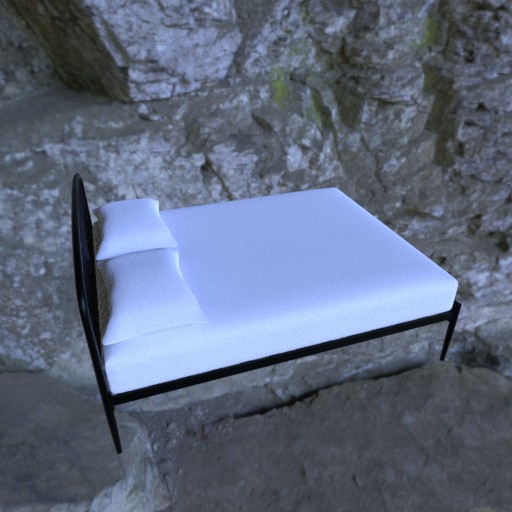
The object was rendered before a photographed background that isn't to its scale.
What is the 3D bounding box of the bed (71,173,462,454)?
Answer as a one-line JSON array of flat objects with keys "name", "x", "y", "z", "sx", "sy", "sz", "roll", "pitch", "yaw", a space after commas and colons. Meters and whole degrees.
[{"name": "bed", "x": 0.000, "y": 0.000, "z": 3.036, "sx": 2.159, "sy": 1.166, "sz": 1.618, "roll": -10, "pitch": 33, "yaw": -16}]
